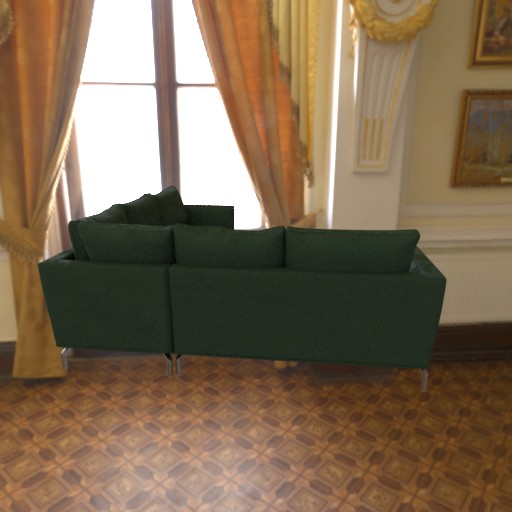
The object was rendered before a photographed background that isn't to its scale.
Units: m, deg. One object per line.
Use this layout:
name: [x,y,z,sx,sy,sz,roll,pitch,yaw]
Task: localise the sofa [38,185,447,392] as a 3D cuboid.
sofa: [0.000,0.000,3.850,2.468,1.004,2.452,2,16,7]
